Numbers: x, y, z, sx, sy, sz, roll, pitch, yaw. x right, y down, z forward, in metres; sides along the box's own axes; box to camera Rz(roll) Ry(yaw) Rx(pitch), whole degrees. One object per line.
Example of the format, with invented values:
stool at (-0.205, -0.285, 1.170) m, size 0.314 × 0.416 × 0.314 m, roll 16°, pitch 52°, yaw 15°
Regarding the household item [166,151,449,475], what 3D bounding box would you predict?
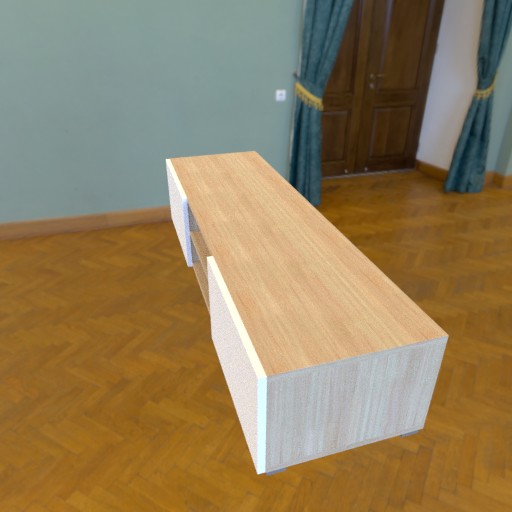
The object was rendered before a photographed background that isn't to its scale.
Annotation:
household item at (0.000, 0.000, 1.536) m, size 0.420 × 0.310 × 1.400 m, roll -9°, pitch 31°, yaw -15°
